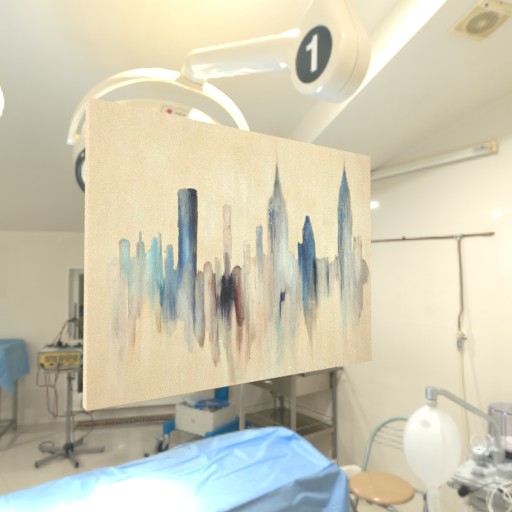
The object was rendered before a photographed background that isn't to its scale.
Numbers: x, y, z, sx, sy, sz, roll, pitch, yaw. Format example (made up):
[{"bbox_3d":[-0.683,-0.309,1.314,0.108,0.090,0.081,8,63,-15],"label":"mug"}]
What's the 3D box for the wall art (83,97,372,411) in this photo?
[{"bbox_3d":[0.000,0.000,1.380,1.016,0.762,0.038,1,-2,-35],"label":"wall art"}]
